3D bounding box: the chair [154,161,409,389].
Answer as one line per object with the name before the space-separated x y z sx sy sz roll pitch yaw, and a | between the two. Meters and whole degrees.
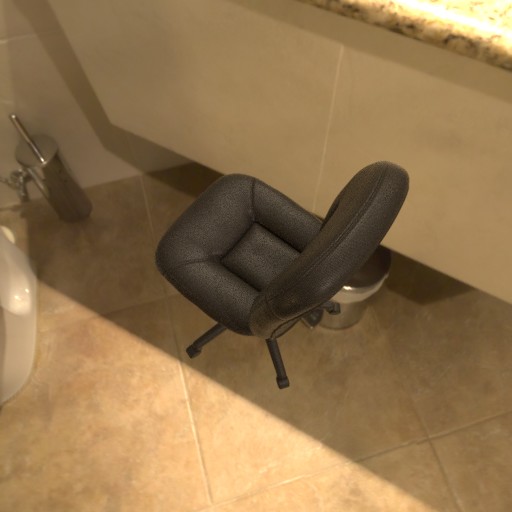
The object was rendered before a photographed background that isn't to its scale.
chair | 0.000 0.000 1.406 0.646 0.959 0.647 34 68 16
